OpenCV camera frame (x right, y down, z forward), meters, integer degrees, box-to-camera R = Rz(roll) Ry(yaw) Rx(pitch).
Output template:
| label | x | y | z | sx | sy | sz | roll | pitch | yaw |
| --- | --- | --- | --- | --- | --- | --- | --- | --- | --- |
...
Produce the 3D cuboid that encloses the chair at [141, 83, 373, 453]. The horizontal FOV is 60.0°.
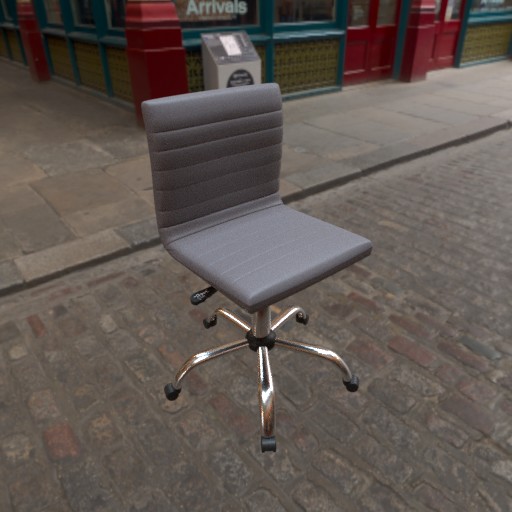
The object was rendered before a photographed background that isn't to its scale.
| label | x | y | z | sx | sy | sz | roll | pitch | yaw |
| --- | --- | --- | --- | --- | --- | --- | --- | --- | --- |
| chair | 0.000 | 0.000 | 1.150 | 0.556 | 0.780 | 0.530 | -22 | 37 | -33 |
